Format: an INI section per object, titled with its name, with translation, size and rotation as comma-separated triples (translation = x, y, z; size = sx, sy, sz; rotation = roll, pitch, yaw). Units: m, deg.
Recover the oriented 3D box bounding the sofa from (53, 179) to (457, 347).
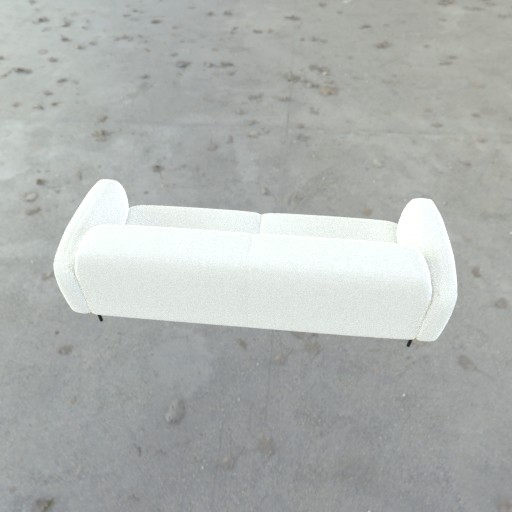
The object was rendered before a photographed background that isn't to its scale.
[sofa]
translation = 0.000, 0.000, 2.783
size = 2.280, 0.780, 0.870
rotation = 4, 46, 4
